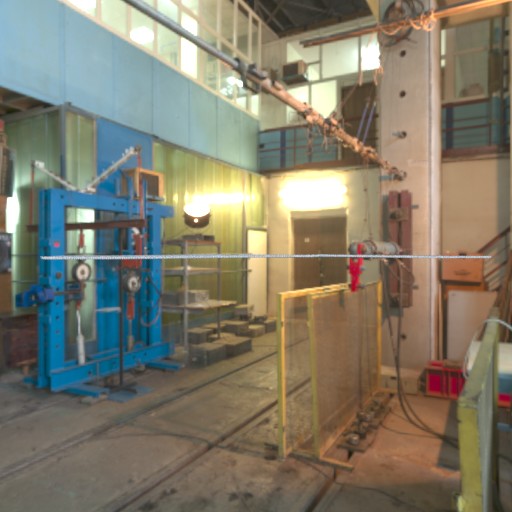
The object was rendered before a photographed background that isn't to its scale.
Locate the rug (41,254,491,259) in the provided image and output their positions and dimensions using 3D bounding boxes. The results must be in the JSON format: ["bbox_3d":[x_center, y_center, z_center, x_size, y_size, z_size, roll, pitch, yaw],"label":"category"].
[{"bbox_3d":[0.000,0.000,2.215,1.792,0.021,1.154,0,0,-17],"label":"rug"}]
